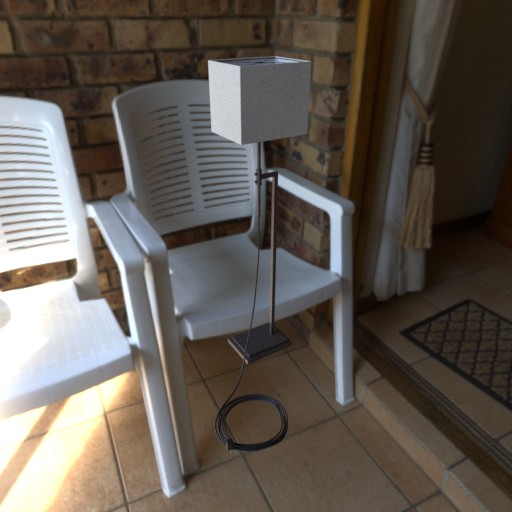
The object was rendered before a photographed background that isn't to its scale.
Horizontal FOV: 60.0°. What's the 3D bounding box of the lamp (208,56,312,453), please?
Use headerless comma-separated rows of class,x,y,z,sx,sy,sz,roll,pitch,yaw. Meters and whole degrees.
lamp,0.000,0.000,2.046,0.698,1.600,0.774,-17,33,-28
